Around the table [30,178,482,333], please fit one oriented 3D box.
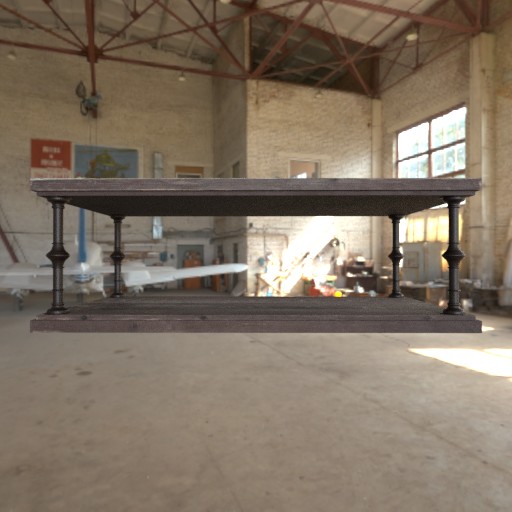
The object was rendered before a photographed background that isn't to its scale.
[{"bbox_3d":[0.000,0.000,1.345,1.088,0.373,0.554,0,0,0],"label":"table"}]
